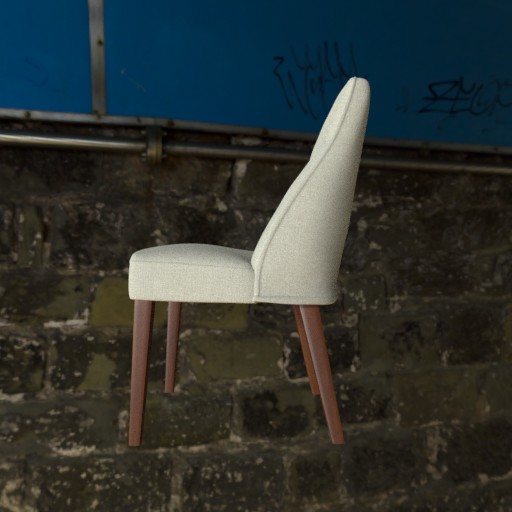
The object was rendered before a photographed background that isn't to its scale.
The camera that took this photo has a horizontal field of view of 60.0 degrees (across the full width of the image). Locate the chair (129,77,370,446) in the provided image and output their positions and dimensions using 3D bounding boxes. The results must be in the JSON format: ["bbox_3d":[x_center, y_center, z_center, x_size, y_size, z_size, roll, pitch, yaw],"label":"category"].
[{"bbox_3d":[0.000,0.000,1.304,0.620,0.930,0.500,0,0,0],"label":"chair"}]
